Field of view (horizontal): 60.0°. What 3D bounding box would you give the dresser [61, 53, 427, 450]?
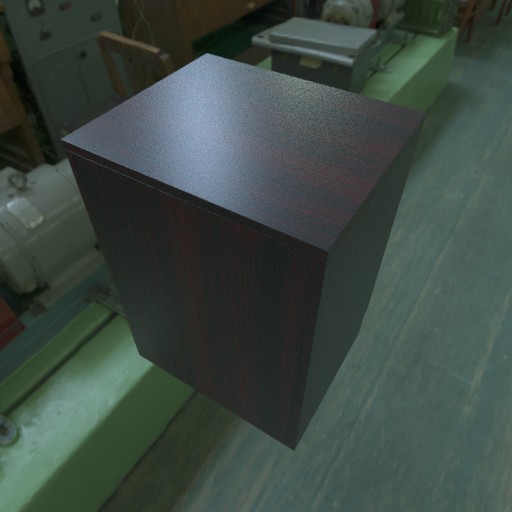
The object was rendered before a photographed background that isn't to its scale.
[{"bbox_3d":[0.000,0.000,0.837,0.400,0.560,0.360,24,51,21],"label":"dresser"}]
